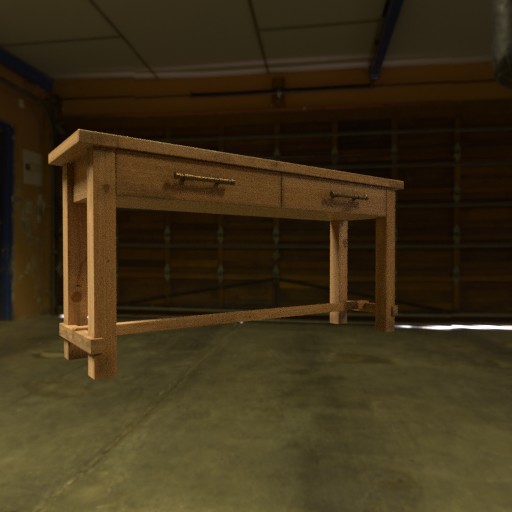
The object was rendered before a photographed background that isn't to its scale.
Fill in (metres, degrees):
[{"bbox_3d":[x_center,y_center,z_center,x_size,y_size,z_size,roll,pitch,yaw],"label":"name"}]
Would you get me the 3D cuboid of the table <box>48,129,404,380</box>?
[{"bbox_3d":[0.000,0.000,1.949,1.599,0.762,0.442,0,0,-36],"label":"table"}]
